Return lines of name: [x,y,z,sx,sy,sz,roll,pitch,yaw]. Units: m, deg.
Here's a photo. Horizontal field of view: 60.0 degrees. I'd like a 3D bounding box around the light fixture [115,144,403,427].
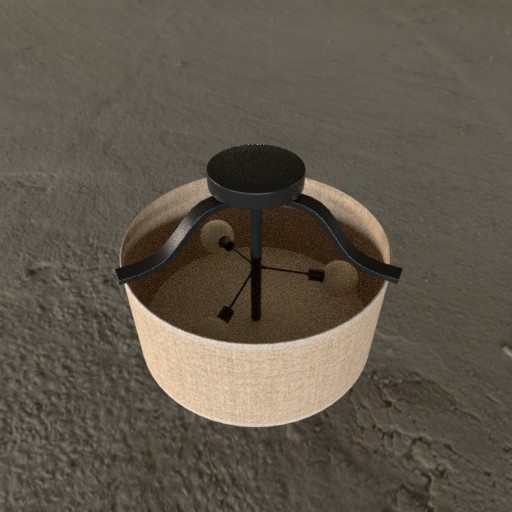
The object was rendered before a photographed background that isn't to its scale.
light fixture: [0.000,0.000,0.664,0.390,0.306,0.390,0,41,0]
